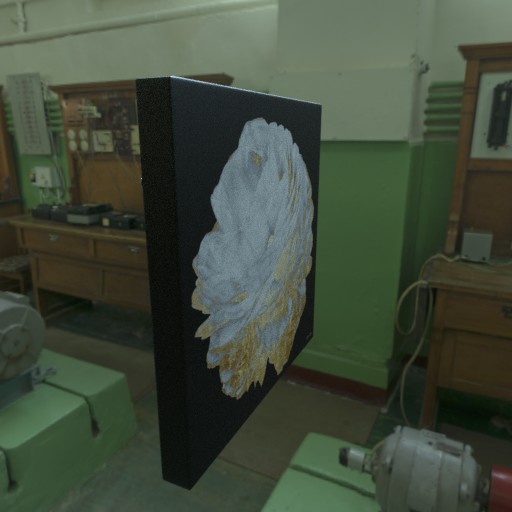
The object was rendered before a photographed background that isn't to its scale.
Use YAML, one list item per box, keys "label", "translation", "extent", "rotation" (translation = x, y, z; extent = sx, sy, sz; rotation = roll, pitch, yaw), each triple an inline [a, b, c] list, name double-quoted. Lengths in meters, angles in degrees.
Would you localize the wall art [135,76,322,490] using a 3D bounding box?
- label: "wall art"
  translation: [0.000, 0.000, 0.594]
  extent: [0.041, 0.407, 0.406]
  rotation: [7, 17, 24]
